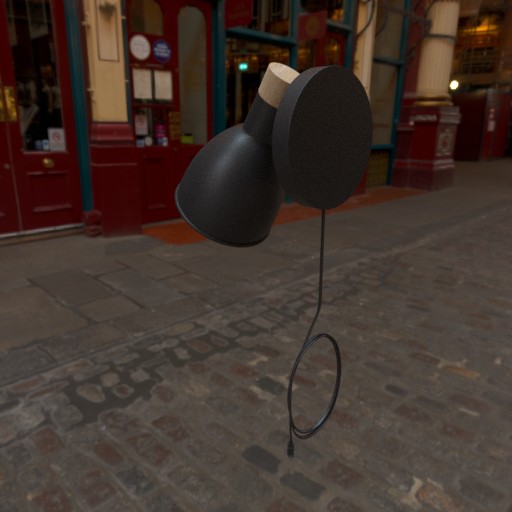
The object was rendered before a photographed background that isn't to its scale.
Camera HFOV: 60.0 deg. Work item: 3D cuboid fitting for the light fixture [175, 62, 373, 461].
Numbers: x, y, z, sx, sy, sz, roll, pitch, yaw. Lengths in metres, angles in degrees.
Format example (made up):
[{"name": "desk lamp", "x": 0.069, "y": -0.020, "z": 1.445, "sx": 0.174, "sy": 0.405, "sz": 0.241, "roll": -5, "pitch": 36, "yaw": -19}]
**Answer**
[{"name": "light fixture", "x": 0.000, "y": 0.000, "z": 0.505, "sx": 0.127, "sy": 0.401, "sz": 0.203, "roll": -16, "pitch": 23, "yaw": -42}]
